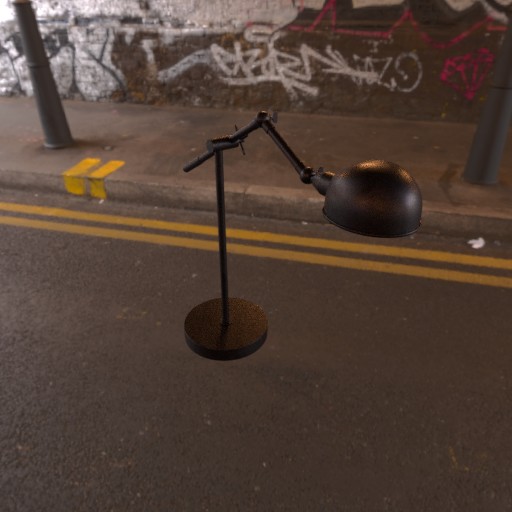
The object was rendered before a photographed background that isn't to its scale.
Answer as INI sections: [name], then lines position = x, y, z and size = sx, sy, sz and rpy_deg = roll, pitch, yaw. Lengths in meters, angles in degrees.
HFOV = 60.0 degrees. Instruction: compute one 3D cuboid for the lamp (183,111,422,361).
[lamp]
position = 0.000, 0.000, 0.798
size = 0.185, 0.495, 0.567
rpy_deg = -21, 36, -32
